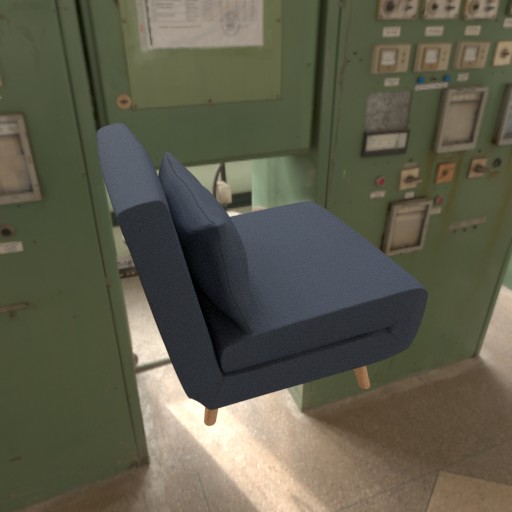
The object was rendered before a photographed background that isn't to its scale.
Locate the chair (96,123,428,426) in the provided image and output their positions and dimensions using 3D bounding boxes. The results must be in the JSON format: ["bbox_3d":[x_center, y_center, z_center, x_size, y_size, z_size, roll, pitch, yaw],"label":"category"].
[{"bbox_3d":[0.000,0.000,1.517,0.900,0.808,0.770,-10,31,-18],"label":"chair"}]
